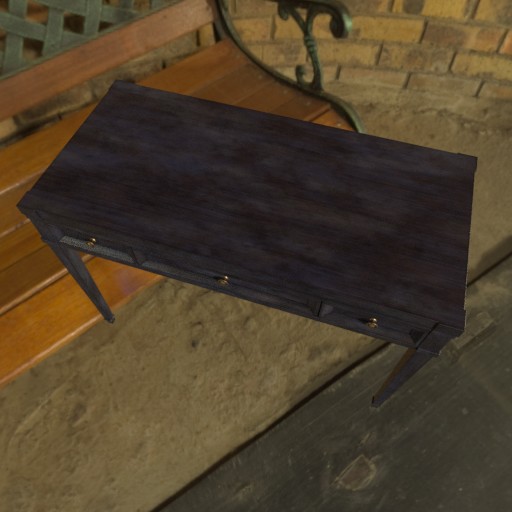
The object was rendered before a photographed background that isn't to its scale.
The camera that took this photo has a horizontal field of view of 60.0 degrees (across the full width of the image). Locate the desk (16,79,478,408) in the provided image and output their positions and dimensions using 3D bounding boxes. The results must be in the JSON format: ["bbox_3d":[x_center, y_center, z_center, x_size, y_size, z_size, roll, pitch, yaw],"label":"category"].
[{"bbox_3d":[0.000,0.000,1.725,1.289,0.861,0.630,15,59,10],"label":"desk"}]
